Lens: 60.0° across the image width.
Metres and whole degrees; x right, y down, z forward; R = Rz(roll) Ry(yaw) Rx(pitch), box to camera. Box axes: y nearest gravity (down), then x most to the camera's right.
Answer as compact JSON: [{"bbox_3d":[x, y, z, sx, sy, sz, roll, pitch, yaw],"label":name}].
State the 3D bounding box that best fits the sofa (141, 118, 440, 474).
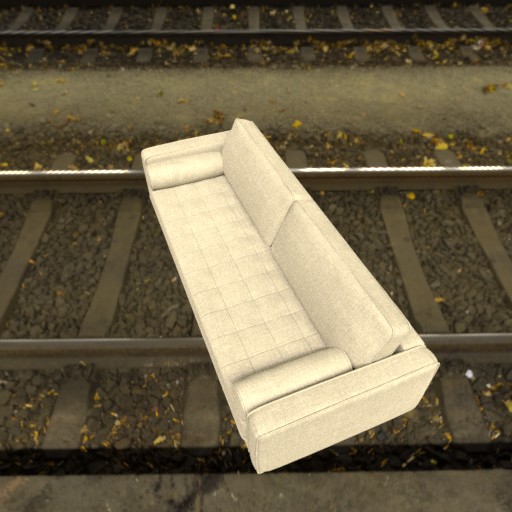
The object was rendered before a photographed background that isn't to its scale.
[{"bbox_3d":[0.000,0.000,2.676,0.914,0.762,2.211,-16,48,-15],"label":"sofa"}]
